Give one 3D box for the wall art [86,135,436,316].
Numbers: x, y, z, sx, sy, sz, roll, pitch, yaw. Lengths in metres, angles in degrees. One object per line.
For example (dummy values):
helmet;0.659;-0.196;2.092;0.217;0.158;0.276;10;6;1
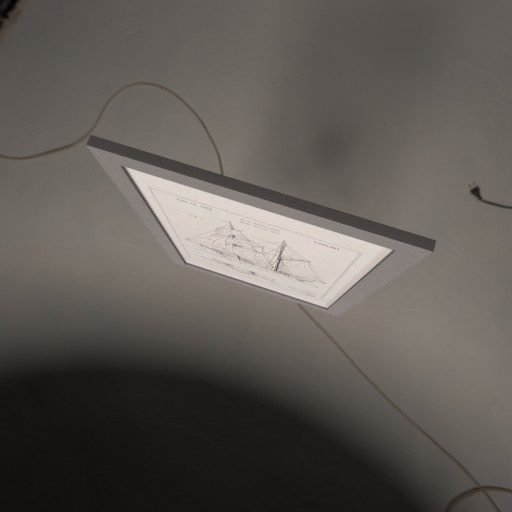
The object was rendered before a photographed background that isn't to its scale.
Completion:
wall art;0.000;0.000;0.719;0.380;0.534;0.013;18;76;5
